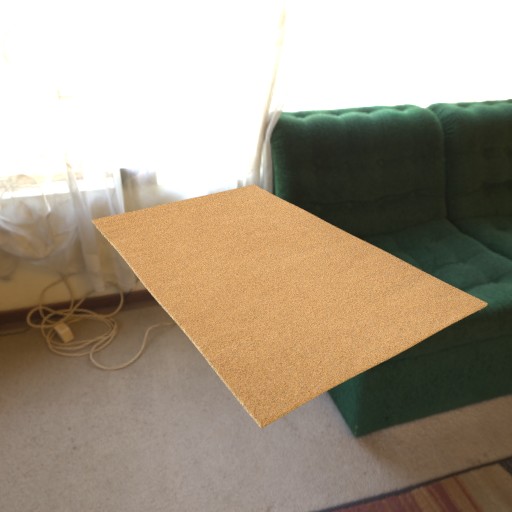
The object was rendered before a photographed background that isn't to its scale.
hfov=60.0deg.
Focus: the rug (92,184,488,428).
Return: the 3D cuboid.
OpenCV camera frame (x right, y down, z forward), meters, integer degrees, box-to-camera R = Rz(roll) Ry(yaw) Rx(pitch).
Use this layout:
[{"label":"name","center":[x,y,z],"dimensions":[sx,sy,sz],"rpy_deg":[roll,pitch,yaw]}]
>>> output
[{"label":"rug","center":[0.000,0.000,2.934],"dimensions":[1.500,0.025,2.346],"rpy_deg":[-17,33,-29]}]
